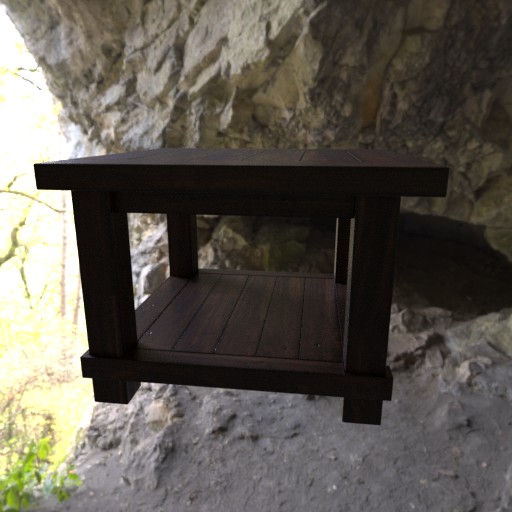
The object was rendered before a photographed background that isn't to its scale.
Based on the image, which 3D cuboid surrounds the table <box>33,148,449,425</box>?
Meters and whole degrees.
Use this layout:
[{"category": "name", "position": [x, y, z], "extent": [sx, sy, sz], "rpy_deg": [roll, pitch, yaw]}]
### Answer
[{"category": "table", "position": [0.000, 0.000, 0.977], "extent": [0.606, 0.437, 0.593], "rpy_deg": [2, 16, 7]}]
